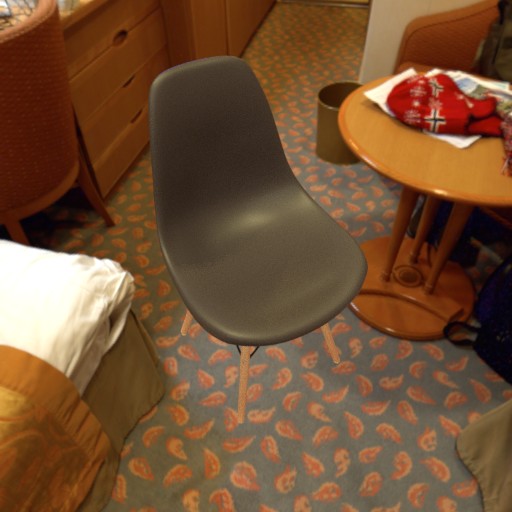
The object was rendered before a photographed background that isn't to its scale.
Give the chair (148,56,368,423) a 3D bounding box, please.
[{"bbox_3d":[0.000,0.000,1.158,0.470,0.825,0.533,-25,51,-22],"label":"chair"}]
